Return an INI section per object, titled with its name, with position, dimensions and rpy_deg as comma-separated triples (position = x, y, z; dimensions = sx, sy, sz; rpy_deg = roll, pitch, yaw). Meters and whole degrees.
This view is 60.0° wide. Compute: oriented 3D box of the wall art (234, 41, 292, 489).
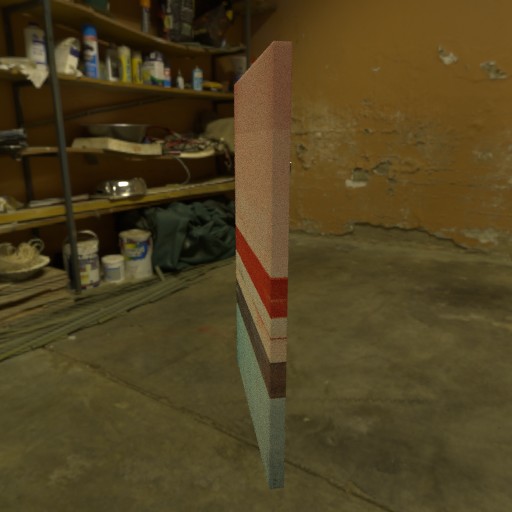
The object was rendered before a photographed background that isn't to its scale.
[wall art]
position = 0.000, 0.000, 1.166
dimensions = 0.038, 0.914, 0.610
rpy_deg = -2, 15, -9
